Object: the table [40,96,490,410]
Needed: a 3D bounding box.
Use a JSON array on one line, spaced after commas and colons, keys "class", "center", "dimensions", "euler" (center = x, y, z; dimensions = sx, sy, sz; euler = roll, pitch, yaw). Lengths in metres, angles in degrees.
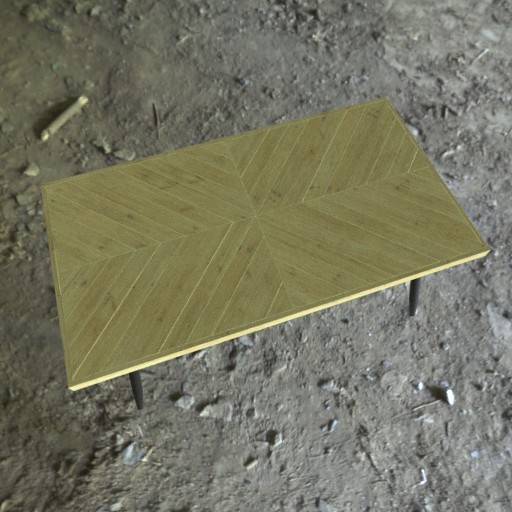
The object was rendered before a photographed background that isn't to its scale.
[{"class": "table", "center": [0.000, 0.000, 2.333], "dimensions": [1.803, 0.762, 0.991], "euler": [-17, 63, -9]}]
